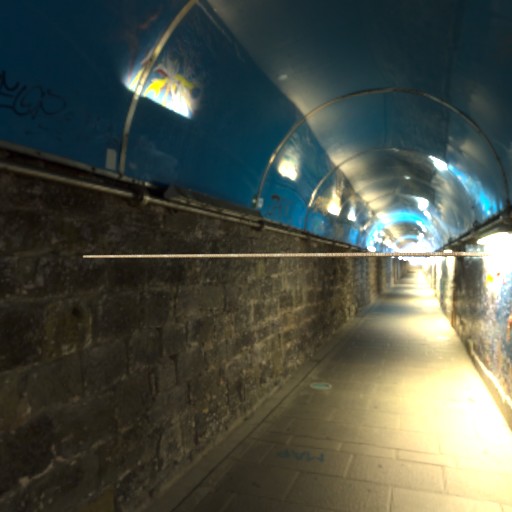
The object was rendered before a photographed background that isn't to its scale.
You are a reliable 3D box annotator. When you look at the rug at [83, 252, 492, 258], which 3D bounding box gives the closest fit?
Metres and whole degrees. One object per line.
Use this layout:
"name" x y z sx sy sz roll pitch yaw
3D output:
"rug" 0.000 0.000 2.512 2.289 0.013 0.691 0 -1 36
